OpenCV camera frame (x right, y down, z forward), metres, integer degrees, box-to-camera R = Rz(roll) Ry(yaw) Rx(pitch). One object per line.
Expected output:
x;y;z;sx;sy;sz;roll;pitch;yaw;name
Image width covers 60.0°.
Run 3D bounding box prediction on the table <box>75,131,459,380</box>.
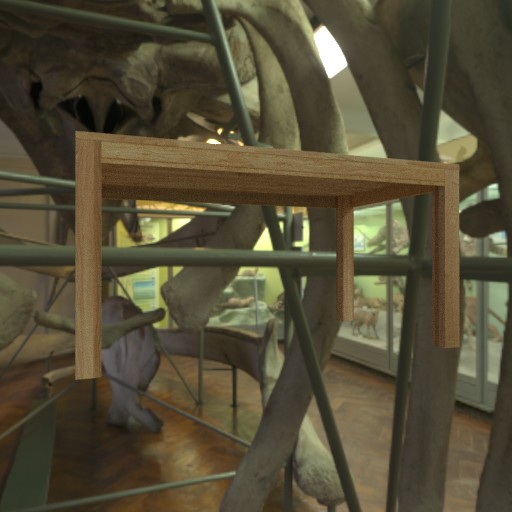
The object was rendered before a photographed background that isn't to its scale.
0.000;0.000;2.043;1.500;0.770;0.900;0;0;-19;table
